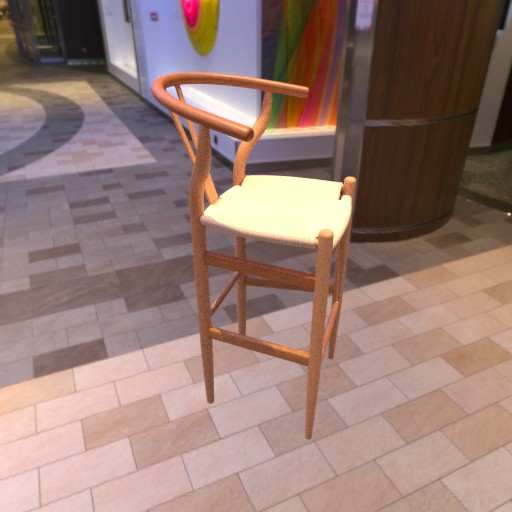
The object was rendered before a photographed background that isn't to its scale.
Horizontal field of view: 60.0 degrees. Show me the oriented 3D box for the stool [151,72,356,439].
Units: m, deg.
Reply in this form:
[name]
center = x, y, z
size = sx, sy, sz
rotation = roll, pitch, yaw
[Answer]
[stool]
center = 0.000, 0.000, 1.429
size = 0.561, 1.068, 0.574
rotation = 10, 31, 16
